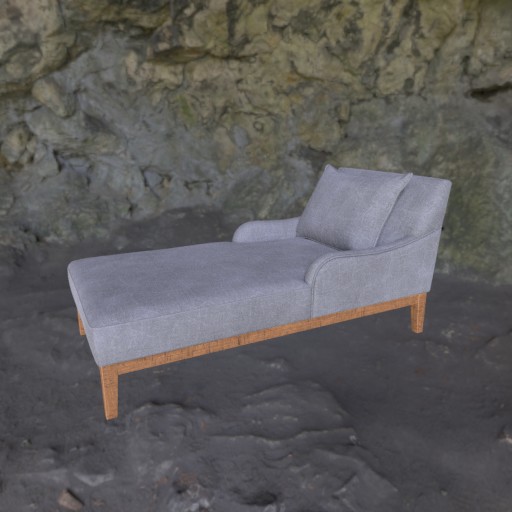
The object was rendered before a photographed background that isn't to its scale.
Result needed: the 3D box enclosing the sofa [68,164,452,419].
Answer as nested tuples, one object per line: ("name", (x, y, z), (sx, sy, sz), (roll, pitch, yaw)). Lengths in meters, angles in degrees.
("sofa", (0.000, 0.000, 2.319), (1.779, 0.859, 0.894), (-8, 18, -26))
